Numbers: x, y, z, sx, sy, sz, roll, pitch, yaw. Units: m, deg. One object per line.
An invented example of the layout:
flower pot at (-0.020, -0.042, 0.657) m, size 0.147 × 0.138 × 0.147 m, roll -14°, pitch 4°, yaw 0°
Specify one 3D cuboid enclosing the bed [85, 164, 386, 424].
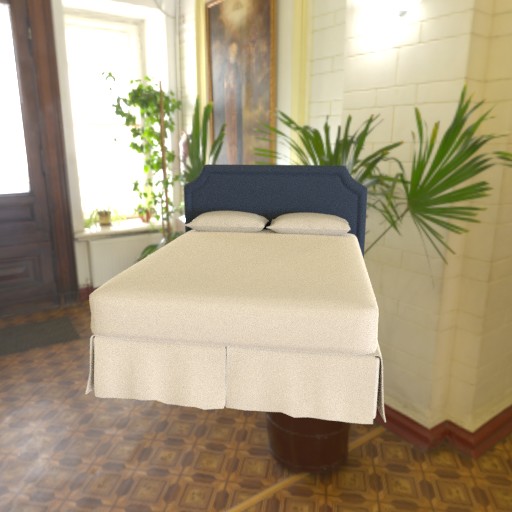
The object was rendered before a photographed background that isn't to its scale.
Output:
bed at (0.000, 0.000, 3.446) m, size 1.831 × 1.297 × 2.260 m, roll 2°, pitch 14°, yaw 9°
